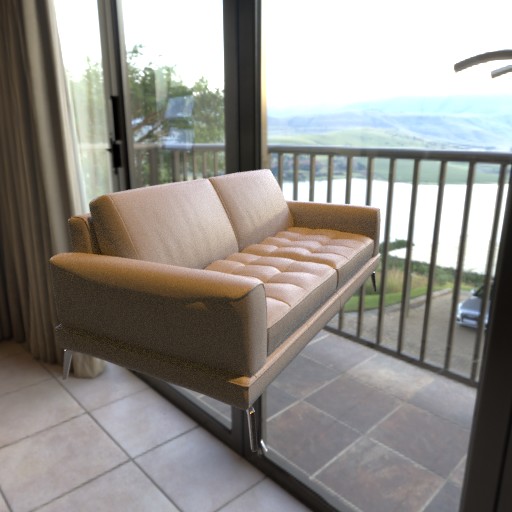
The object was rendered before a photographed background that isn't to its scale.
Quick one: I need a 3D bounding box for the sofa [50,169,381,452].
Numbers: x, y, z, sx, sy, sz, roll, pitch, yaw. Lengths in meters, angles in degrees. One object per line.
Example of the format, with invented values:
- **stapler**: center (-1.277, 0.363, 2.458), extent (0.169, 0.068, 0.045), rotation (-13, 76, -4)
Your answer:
- **sofa**: center (0.000, 0.000, 2.747), extent (1.121, 0.930, 2.177), rotation (8, 18, 27)
